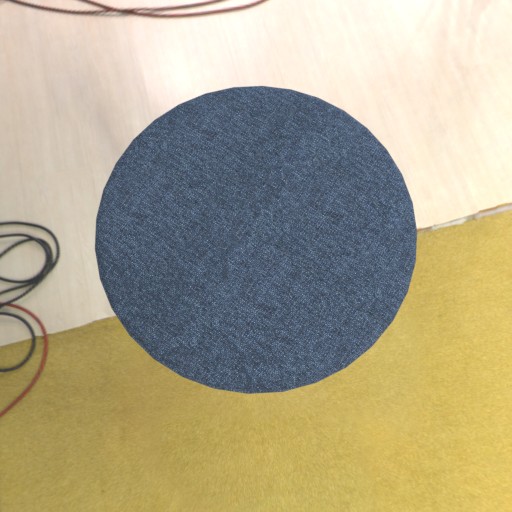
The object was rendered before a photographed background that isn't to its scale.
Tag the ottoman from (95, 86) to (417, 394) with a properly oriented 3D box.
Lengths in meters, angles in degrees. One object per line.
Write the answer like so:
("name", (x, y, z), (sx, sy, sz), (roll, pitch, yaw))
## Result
("ottoman", (0.000, 0.000, 0.862), (0.500, 0.419, 0.500), (0, 75, 0))
